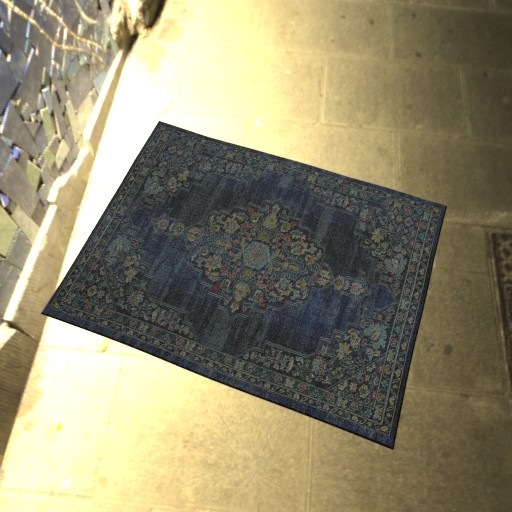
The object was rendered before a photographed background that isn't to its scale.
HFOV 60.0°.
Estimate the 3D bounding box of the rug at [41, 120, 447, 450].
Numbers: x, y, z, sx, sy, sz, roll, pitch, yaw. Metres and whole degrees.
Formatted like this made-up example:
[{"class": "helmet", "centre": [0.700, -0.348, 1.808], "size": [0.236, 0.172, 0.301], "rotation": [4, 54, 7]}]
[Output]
[{"class": "rug", "centre": [0.000, 0.000, 4.727], "size": [3.612, 0.035, 2.716], "rotation": [19, 65, 9]}]
